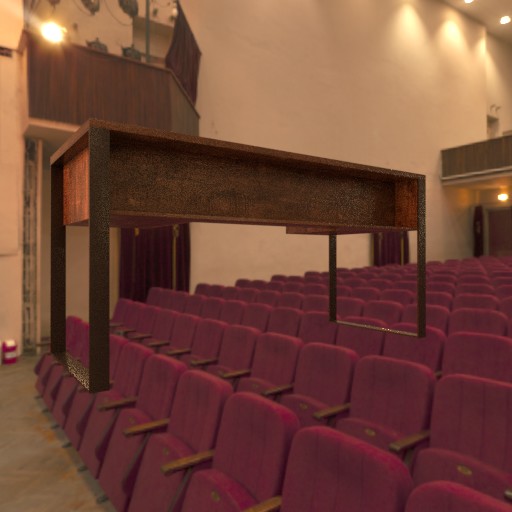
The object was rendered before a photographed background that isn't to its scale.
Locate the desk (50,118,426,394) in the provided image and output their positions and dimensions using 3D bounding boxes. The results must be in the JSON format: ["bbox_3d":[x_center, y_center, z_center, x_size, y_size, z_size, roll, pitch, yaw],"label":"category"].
[{"bbox_3d":[0.000,0.000,1.901,1.524,0.762,0.599,0,0,-34],"label":"desk"}]
